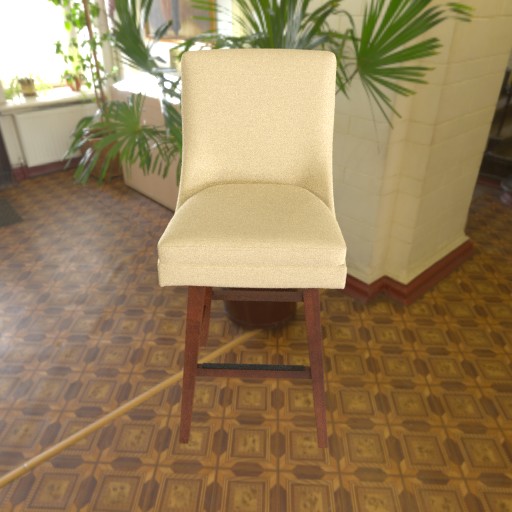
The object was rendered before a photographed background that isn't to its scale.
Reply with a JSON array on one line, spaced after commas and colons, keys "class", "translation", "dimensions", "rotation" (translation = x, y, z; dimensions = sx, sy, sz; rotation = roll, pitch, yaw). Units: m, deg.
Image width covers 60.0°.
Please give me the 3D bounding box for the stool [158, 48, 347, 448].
[{"class": "stool", "translation": [0.000, 0.000, 1.347], "dimensions": [0.470, 1.097, 0.559], "rotation": [1, 31, 2]}]
